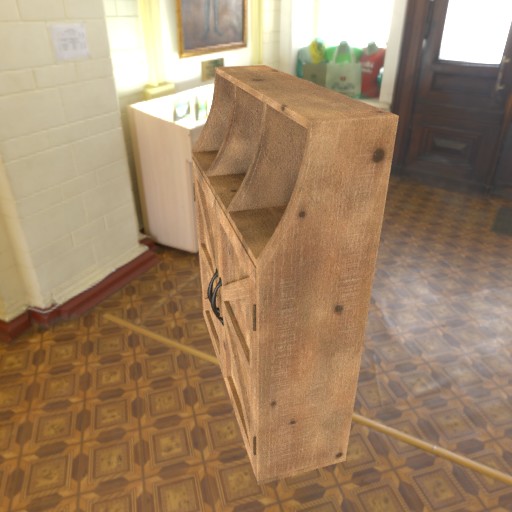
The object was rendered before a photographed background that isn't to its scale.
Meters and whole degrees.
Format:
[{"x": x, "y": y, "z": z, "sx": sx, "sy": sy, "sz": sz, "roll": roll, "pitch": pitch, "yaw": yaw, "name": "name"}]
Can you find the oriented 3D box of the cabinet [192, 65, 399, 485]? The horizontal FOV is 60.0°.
[{"x": 0.000, "y": 0.000, "z": 0.814, "sx": 0.184, "sy": 0.590, "sz": 0.489, "roll": -8, "pitch": 31, "yaw": -14, "name": "cabinet"}]
